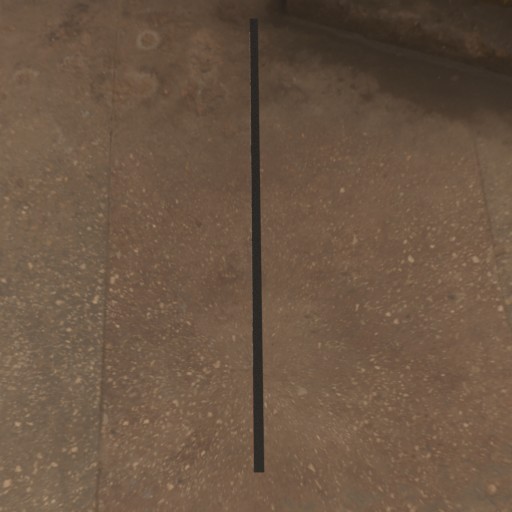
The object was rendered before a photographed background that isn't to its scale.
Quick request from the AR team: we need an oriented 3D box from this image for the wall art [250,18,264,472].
[{"bbox_3d":[0.000,0.000,0.847,0.013,0.458,0.664,-1,76,0],"label":"wall art"}]
